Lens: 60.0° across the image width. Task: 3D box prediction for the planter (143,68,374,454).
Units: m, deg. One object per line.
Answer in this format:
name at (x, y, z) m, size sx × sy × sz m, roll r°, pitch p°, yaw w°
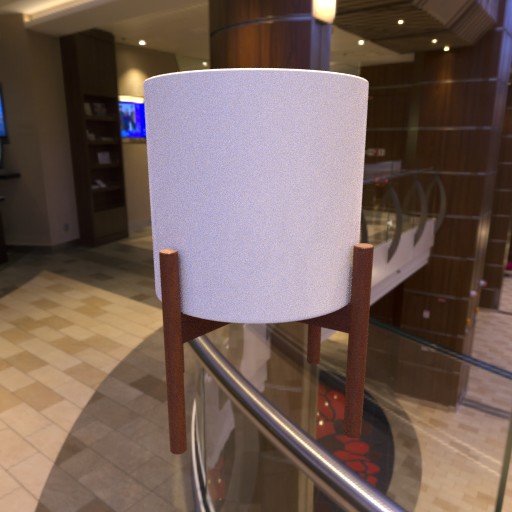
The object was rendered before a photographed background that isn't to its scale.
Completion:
planter at (0.000, 0.000, 0.928) m, size 0.417 × 0.670 × 0.417 m, roll -2°, pitch 15°, yaw -9°
